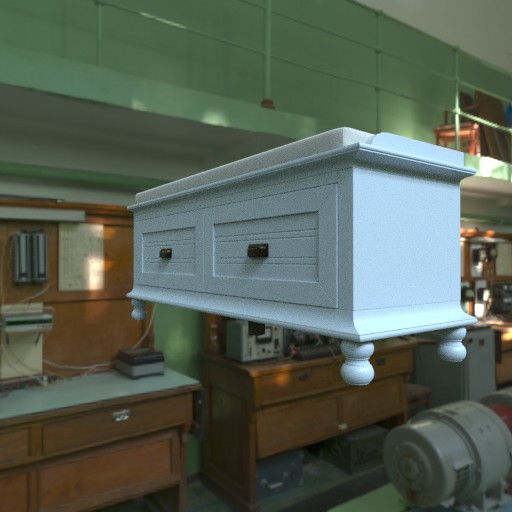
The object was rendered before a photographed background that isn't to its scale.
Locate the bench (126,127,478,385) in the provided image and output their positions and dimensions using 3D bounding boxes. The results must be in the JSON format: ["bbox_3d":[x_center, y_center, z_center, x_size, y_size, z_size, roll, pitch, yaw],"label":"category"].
[{"bbox_3d":[0.000,0.000,1.383,0.402,0.486,1.185,0,-1,-36],"label":"bench"}]
